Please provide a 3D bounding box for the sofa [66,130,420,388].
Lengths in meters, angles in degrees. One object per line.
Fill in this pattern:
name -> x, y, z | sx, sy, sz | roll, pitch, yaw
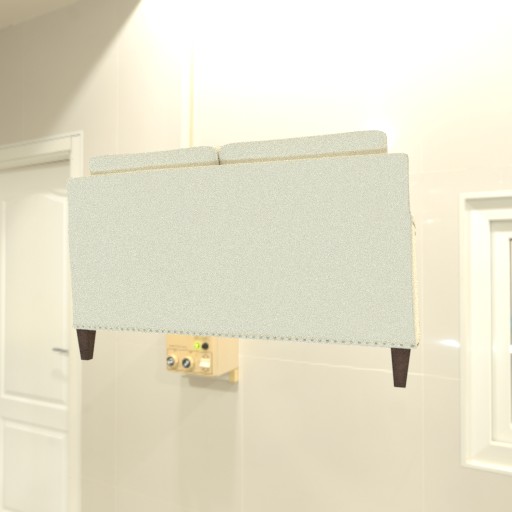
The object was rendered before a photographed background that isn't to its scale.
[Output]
sofa -> 0.000, 0.000, 2.301 | 1.597, 1.003, 1.084 | 0, -1, 19
